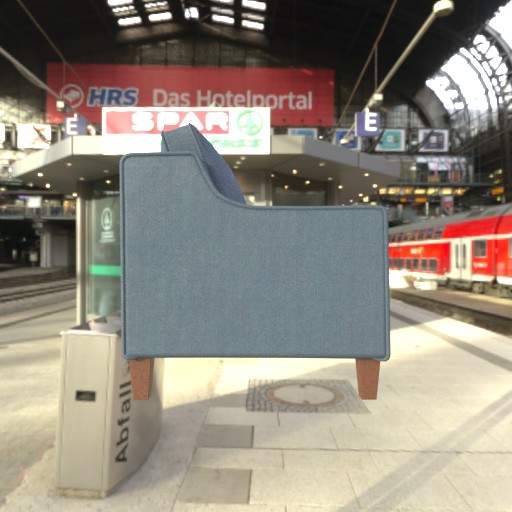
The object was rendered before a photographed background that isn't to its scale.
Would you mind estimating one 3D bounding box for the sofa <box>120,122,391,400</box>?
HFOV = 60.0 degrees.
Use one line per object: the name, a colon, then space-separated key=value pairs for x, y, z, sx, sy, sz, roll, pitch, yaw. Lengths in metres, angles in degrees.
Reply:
sofa: x=0.000 y=0.000 z=2.456 sx=0.911 sy=0.974 sz=1.986 roll=0 pitch=0 yaw=0
